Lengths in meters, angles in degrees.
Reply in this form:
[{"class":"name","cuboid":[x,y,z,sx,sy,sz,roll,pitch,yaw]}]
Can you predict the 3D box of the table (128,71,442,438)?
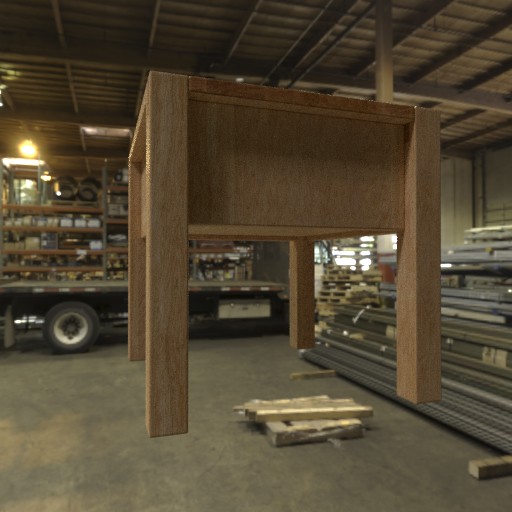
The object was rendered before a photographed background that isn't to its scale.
[{"class":"table","cuboid":[0.000,0.000,0.838,0.440,0.450,0.480,0,-1,-19]}]
